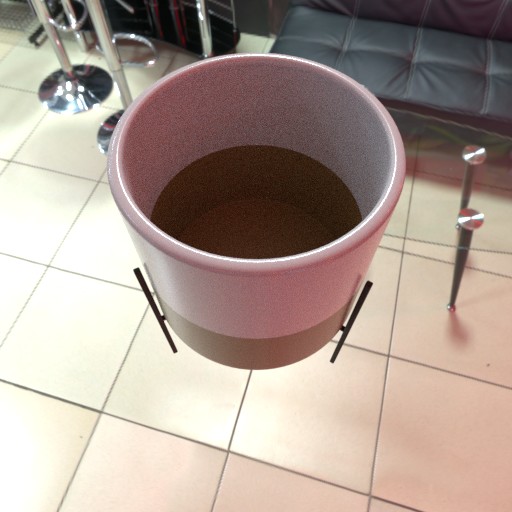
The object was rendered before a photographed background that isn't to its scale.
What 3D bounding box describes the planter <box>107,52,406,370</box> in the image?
[{"bbox_3d":[0.000,0.000,0.629,0.310,0.432,0.310,-37,66,-20],"label":"planter"}]
